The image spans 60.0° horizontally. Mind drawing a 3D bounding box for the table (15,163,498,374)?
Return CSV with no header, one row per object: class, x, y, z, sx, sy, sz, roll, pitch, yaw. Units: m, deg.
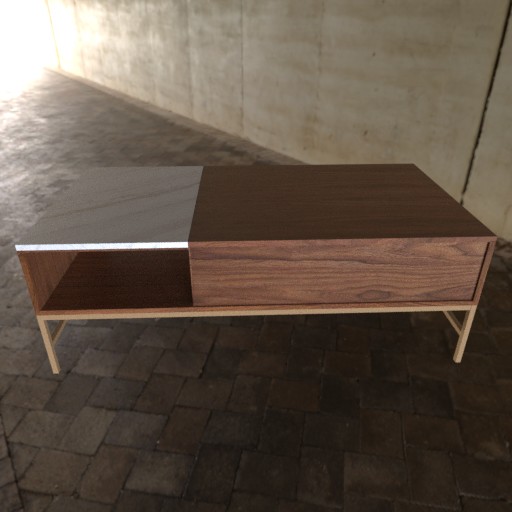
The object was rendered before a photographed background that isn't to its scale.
table,0.000,0.000,1.904,1.553,0.551,0.789,-1,29,-2
